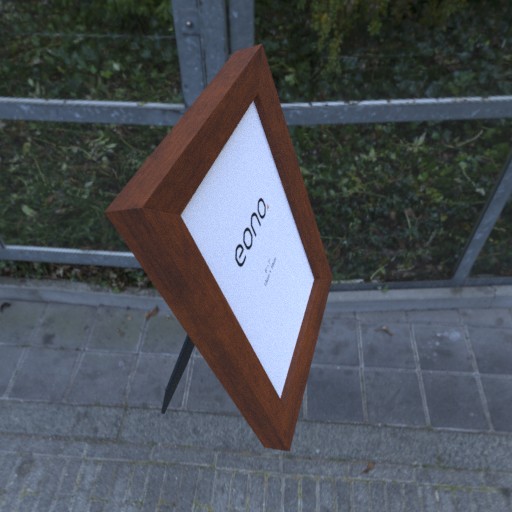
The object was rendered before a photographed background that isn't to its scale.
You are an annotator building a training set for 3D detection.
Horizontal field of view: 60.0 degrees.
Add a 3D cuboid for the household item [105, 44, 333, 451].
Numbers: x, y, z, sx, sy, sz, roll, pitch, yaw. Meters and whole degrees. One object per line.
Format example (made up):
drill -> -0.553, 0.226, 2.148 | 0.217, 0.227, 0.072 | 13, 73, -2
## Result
household item -> 0.000, 0.000, 0.289 | 0.096, 0.204, 0.160 | 13, 48, 12
